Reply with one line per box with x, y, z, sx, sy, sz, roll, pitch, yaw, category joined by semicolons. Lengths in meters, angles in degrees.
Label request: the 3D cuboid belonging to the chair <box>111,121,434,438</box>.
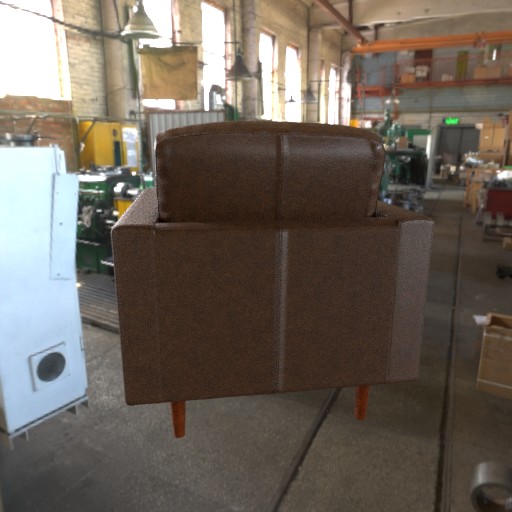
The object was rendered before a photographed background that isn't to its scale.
0.000;0.000;1.675;0.890;0.956;0.909;-2;15;-8;chair
